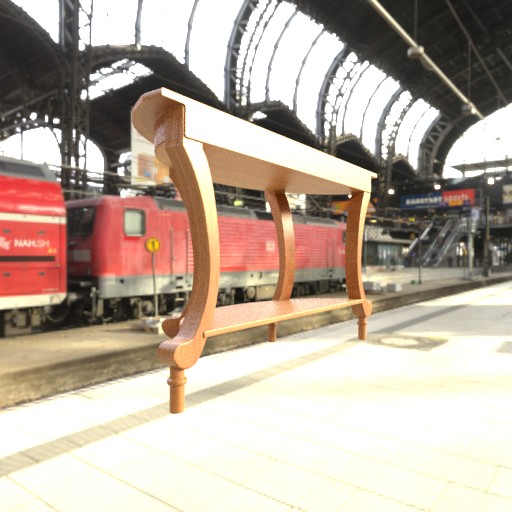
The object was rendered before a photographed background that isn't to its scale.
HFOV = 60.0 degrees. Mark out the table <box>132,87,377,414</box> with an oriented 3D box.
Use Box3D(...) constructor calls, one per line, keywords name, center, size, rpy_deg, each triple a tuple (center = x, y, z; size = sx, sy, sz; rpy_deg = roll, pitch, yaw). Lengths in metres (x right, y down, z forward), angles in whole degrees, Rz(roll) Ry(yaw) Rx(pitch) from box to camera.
Box3D(name="table", center=(0.000, 0.000, 1.506), size=(0.394, 0.692, 1.198), rpy_deg=(0, 0, 36))
